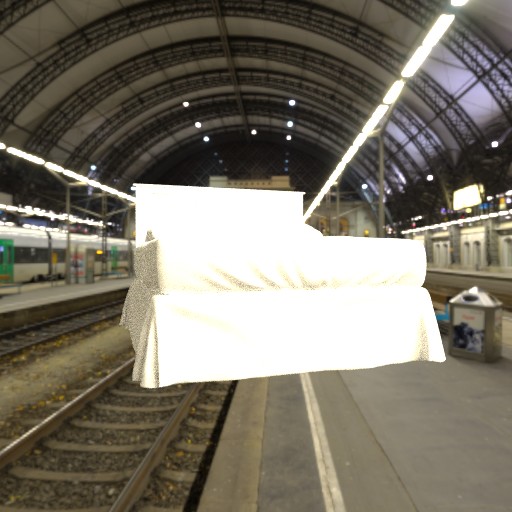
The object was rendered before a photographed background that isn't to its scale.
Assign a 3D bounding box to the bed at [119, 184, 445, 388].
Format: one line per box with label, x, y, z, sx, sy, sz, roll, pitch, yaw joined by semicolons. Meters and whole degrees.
bed;0.000;0.000;3.257;1.876;1.269;2.047;0;0;-18
